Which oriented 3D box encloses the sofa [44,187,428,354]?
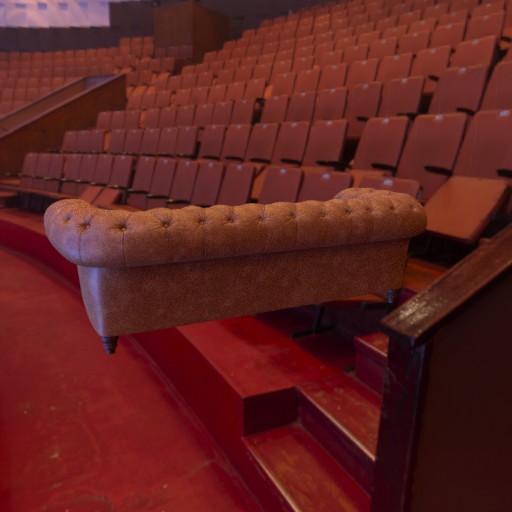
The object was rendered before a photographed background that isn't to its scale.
[{"bbox_3d":[0.000,0.000,2.789,2.365,0.760,0.989,-6,14,-25],"label":"sofa"}]
